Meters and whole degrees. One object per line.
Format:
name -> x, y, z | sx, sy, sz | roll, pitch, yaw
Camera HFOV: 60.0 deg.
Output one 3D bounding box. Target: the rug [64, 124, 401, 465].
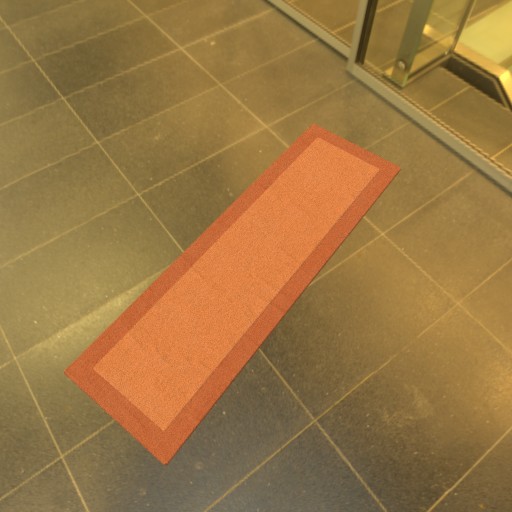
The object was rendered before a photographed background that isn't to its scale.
rug -> 0.000, 0.000, 2.765 | 0.914, 0.013, 2.471 | 30, 63, 17
